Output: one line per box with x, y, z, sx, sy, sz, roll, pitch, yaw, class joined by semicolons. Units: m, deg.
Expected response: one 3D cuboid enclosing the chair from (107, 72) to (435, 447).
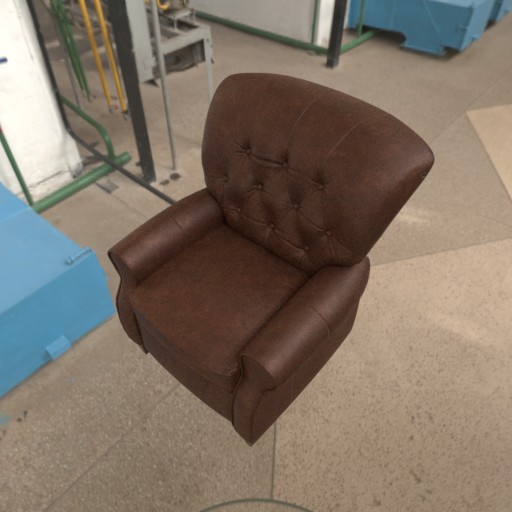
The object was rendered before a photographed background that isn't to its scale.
0.000;0.000;1.895;0.979;1.162;1.031;32;53;27;chair
